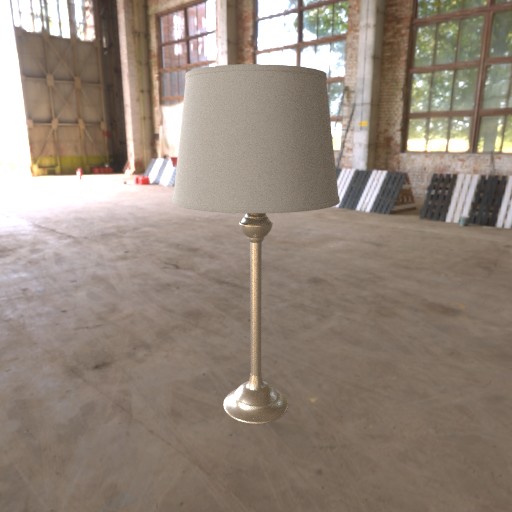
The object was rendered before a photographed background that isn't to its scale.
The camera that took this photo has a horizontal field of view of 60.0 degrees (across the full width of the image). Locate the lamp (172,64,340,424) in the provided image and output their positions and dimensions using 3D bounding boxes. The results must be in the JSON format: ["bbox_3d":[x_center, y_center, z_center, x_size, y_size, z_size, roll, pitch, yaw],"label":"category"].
[{"bbox_3d":[0.000,0.000,0.918,0.331,0.698,0.331,0,15,0],"label":"lamp"}]
